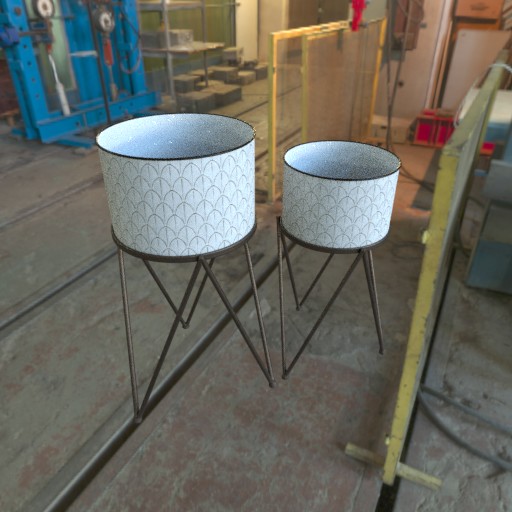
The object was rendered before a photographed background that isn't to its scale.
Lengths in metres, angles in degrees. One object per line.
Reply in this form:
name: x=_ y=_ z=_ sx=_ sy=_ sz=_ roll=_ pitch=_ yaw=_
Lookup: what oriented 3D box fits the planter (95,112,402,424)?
planter: x=0.000 y=0.000 z=1.187 sx=0.769 sy=0.712 sz=0.413 roll=-10 pitch=33 yaw=-16
